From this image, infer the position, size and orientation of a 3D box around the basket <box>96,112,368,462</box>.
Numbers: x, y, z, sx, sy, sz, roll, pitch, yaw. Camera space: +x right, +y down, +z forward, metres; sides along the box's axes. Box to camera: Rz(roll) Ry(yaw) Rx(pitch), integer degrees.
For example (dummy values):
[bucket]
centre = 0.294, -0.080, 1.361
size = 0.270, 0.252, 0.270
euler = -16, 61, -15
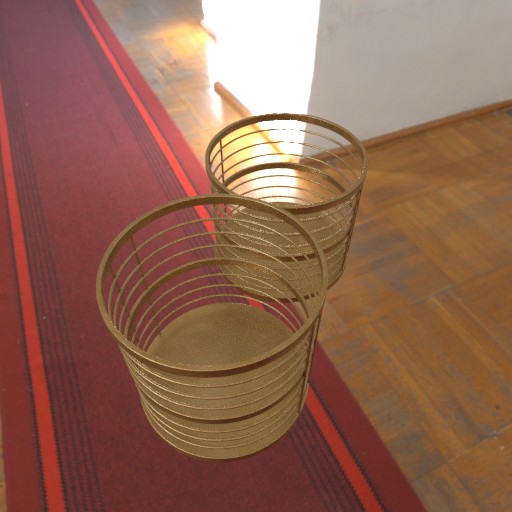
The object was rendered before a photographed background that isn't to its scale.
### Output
[basket]
centre = 0.000, 0.000, 0.941
size = 0.356, 0.351, 0.746
euler = 15, 49, 13
